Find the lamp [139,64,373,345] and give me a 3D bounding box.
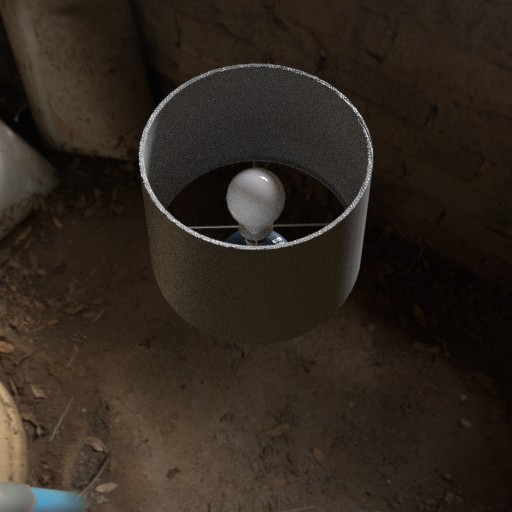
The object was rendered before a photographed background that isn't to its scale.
[{"bbox_3d":[0.000,0.000,0.571,0.253,0.428,0.253,0,64,0],"label":"lamp"}]
